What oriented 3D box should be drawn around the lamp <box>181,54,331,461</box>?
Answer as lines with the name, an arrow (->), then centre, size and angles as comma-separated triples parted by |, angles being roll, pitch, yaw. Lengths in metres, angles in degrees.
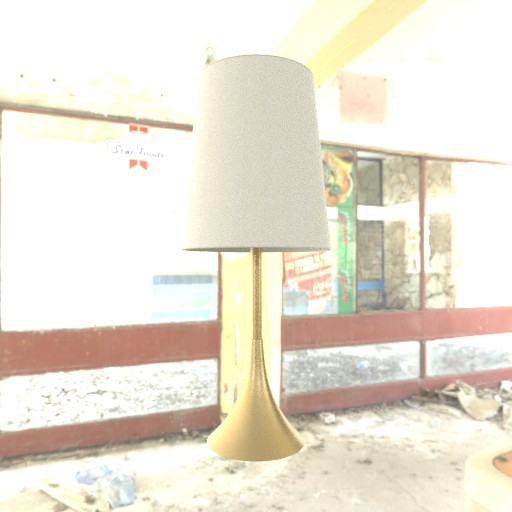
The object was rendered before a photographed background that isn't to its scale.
lamp -> 0.000, 0.000, 0.691 | 0.231, 0.569, 0.231 | 0, -1, 0
